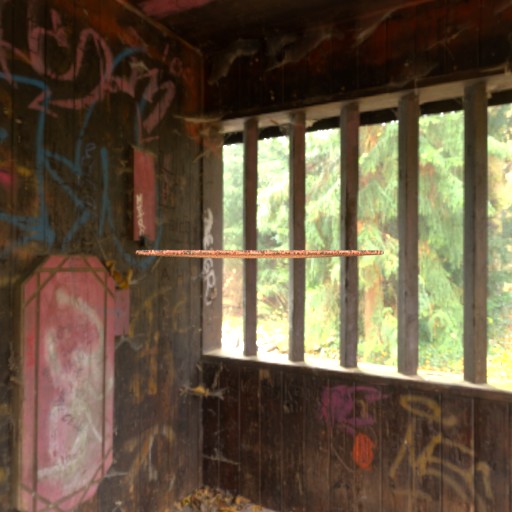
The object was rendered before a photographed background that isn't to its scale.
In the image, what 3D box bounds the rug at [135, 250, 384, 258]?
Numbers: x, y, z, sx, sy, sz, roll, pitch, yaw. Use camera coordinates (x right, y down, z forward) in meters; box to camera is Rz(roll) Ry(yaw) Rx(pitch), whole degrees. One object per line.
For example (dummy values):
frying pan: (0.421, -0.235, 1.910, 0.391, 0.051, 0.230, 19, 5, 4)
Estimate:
rug: (0.000, 0.000, 2.604, 0.810, 0.016, 2.413, 0, -1, 0)
